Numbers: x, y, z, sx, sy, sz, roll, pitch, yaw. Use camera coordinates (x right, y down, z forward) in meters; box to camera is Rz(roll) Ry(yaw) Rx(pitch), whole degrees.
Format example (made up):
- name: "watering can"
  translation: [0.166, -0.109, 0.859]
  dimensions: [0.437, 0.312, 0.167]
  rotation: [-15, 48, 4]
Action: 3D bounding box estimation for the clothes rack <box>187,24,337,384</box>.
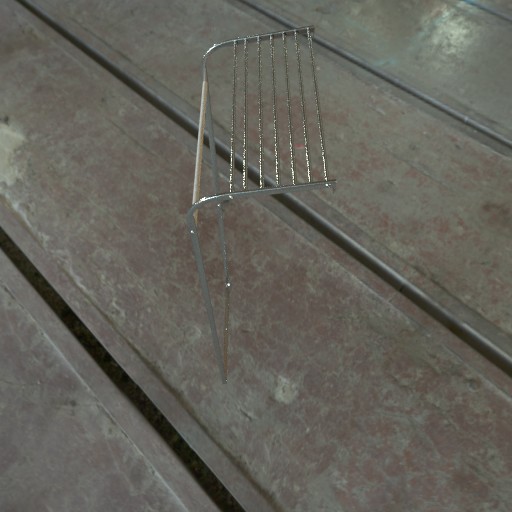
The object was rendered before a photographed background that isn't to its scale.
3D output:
- name: "clothes rack"
  translation: [0.000, 0.000, 1.798]
  dimensions: [0.349, 1.574, 0.609]
  rotation: [0, 58, 0]
